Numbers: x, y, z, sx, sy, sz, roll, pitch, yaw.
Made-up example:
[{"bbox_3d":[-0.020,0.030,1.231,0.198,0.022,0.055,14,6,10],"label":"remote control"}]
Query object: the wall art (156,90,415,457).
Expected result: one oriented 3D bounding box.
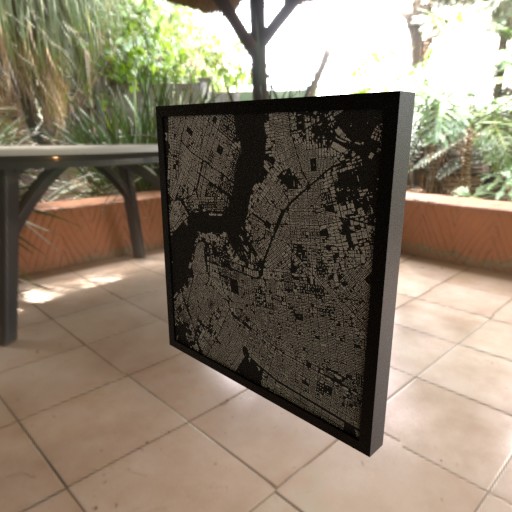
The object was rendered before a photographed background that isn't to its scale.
[{"bbox_3d":[0.000,0.000,0.765,0.506,0.506,0.038,15,22,42],"label":"wall art"}]
